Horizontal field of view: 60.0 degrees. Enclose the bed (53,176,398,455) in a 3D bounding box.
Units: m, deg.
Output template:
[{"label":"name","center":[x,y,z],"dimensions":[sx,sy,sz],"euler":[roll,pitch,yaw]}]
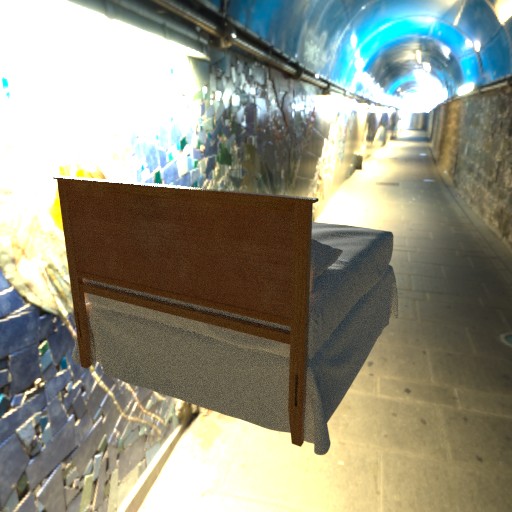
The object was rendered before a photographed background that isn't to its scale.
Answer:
[{"label":"bed","center":[0.000,0.000,3.262],"dimensions":[1.870,1.273,2.035],"euler":[9,19,27]}]
